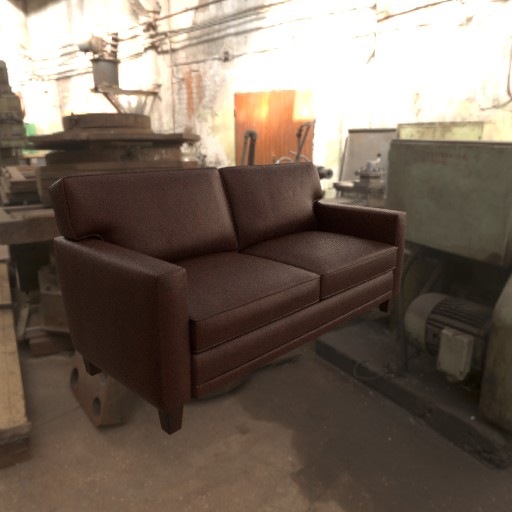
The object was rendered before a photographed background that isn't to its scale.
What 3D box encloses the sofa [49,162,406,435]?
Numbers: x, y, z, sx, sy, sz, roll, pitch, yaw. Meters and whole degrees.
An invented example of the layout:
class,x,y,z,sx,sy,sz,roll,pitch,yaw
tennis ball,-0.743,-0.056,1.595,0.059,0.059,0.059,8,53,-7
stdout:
class,x,y,z,sx,sy,sz,roll,pitch,yaw
sofa,0.000,0.000,2.405,0.912,0.928,1.876,14,20,42
